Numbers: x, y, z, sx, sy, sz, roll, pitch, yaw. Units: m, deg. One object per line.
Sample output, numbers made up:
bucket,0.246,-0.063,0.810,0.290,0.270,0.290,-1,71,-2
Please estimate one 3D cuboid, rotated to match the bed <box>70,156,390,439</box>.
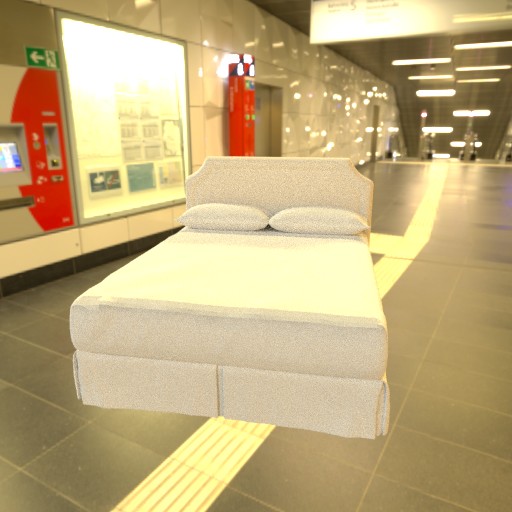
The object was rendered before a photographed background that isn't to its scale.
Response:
bed,0.000,0.000,3.838,2.134,1.524,2.548,3,17,10
